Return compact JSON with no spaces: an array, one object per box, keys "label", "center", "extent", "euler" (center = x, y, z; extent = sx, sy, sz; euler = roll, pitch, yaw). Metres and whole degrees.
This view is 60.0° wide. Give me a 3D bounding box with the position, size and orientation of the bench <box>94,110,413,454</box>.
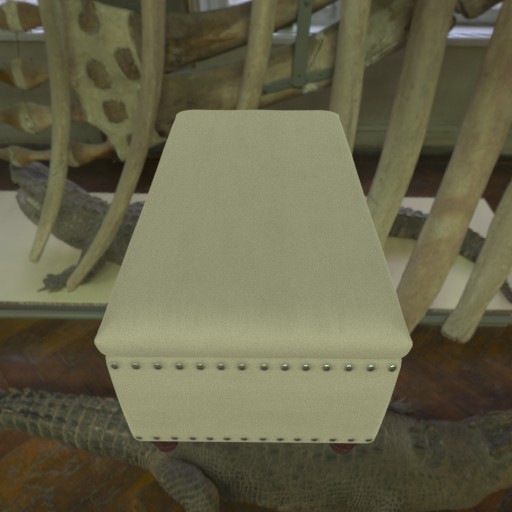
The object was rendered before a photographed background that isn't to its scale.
[{"label":"bench","center":[0.000,0.000,1.149],"extent":[0.500,0.449,0.887],"euler":[0,40,0]}]
